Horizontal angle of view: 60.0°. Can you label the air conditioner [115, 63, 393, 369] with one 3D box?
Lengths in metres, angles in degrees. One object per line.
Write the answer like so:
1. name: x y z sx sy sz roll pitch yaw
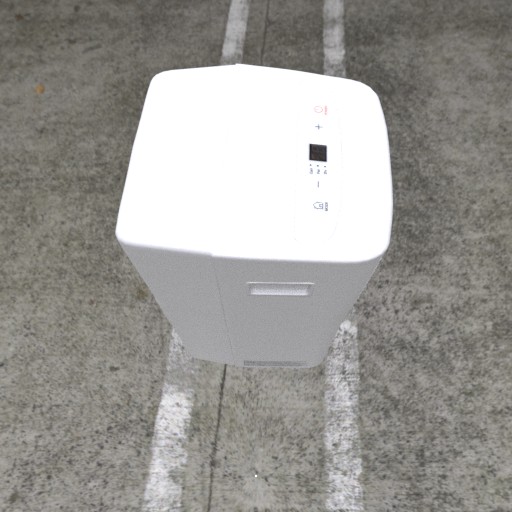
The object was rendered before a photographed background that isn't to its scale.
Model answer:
1. air conditioner: 0.000 0.000 0.825 0.349 0.606 0.304 4 64 2
